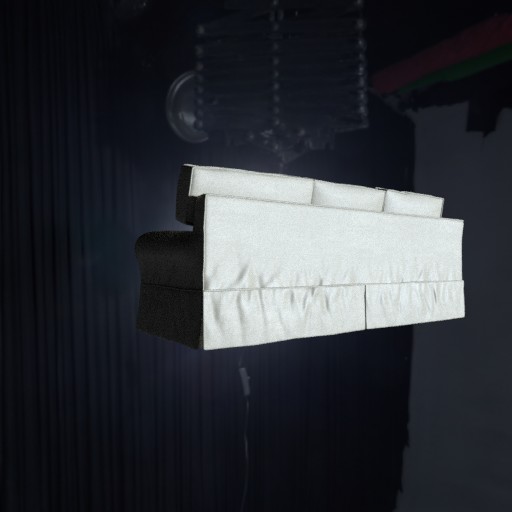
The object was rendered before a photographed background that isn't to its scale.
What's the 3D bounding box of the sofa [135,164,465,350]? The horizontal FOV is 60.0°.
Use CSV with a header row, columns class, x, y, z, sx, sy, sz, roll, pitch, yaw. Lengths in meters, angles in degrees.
class,x,y,z,sx,sy,sz,roll,pitch,yaw
sofa,0.000,0.000,4.157,2.623,1.081,2.618,1,-1,-35
